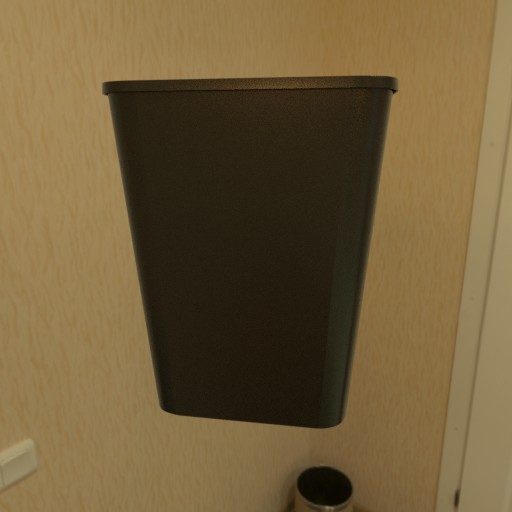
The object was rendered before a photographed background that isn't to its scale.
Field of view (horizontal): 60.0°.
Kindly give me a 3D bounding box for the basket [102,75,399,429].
[{"bbox_3d":[0.000,0.000,0.740,0.394,0.521,0.287,2,15,8],"label":"basket"}]
